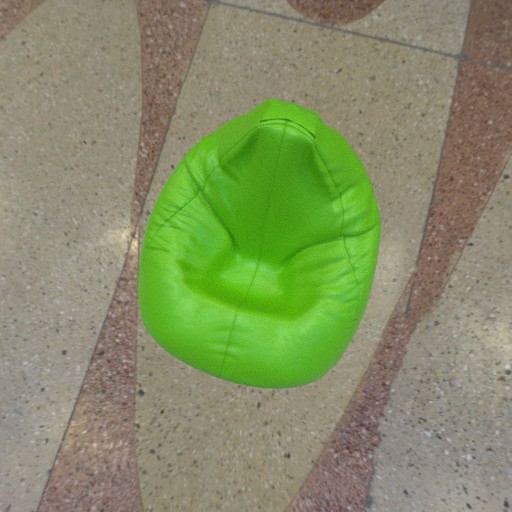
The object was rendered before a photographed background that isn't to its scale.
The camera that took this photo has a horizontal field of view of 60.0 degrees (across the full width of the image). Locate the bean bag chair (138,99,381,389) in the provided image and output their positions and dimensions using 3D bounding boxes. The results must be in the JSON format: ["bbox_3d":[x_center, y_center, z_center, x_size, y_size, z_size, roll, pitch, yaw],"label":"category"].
[{"bbox_3d":[0.000,0.000,1.901,1.070,0.990,1.070,17,76,4],"label":"bean bag chair"}]
